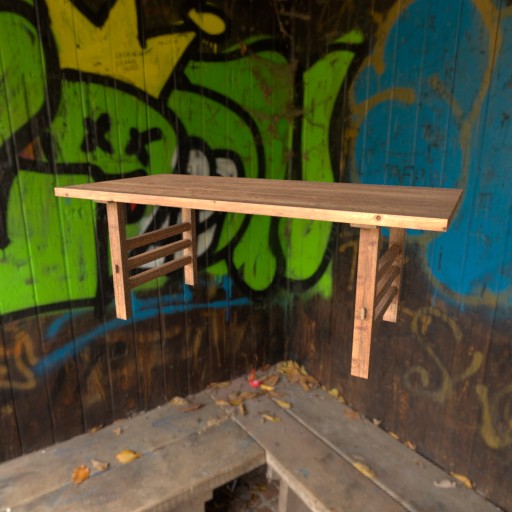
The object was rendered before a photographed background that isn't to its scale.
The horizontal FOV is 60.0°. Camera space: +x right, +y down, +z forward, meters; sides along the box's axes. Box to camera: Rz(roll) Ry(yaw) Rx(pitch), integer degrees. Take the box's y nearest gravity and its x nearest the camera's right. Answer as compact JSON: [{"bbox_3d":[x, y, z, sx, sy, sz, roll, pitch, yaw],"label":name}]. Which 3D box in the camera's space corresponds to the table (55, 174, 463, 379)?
[{"bbox_3d":[0.000,0.000,2.505,2.003,0.760,0.952,8,17,26],"label":"table"}]
